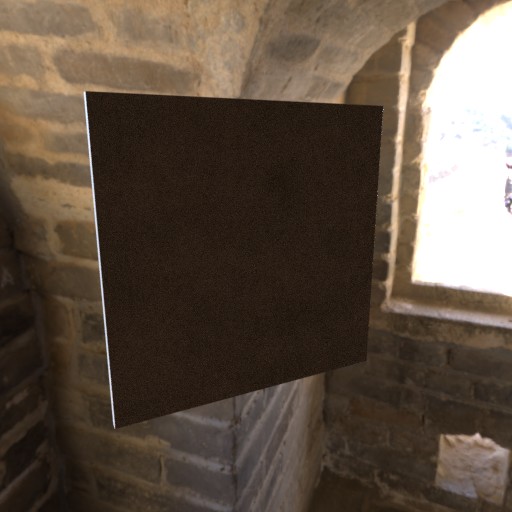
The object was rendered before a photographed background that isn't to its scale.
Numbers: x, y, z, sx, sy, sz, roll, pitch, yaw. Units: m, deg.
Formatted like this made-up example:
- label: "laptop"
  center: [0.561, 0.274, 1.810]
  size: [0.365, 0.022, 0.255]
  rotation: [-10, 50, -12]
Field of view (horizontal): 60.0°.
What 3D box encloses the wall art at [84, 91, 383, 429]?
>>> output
- label: "wall art"
  center: [0.000, 0.000, 0.991]
  size: [0.664, 0.661, 0.020]
  rotation: [-7, 16, -26]
